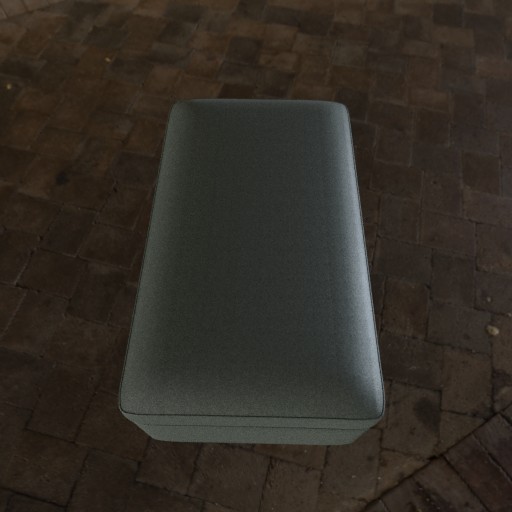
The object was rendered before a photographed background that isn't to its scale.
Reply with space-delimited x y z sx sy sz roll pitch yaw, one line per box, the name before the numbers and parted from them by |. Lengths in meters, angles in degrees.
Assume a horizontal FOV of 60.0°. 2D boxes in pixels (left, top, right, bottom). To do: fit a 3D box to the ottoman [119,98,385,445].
ottoman | 0.000 0.000 1.559 0.681 0.494 1.173 1 59 1
